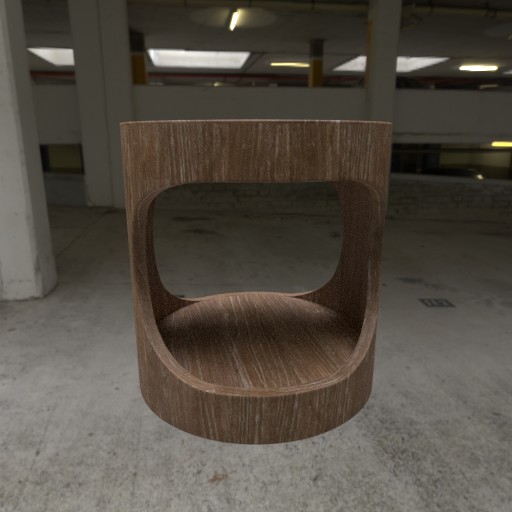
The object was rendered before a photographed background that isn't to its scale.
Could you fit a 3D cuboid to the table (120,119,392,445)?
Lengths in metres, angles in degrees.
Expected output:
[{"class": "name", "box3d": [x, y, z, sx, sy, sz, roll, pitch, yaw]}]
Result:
[{"class": "table", "box3d": [0.000, 0.000, 0.965, 0.527, 0.551, 0.527, 0, 15, 0]}]
